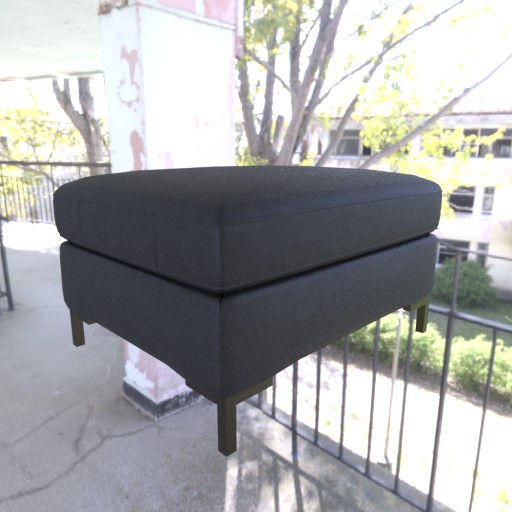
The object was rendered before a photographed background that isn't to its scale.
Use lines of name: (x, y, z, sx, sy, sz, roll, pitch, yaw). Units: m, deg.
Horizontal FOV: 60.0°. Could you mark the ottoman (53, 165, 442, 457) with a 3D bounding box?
ottoman: (0.000, 0.000, 1.754, 1.187, 0.696, 0.967, -13, 19, -43)
